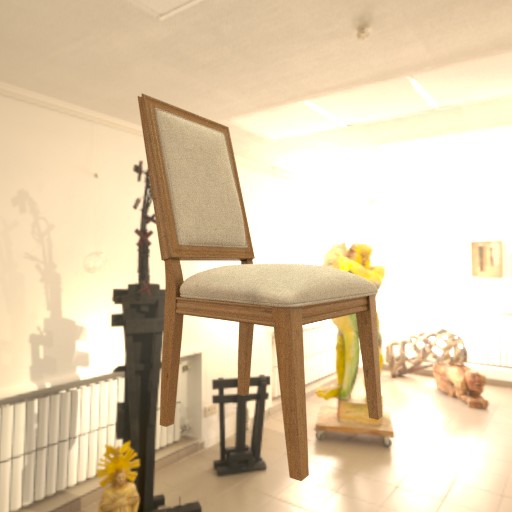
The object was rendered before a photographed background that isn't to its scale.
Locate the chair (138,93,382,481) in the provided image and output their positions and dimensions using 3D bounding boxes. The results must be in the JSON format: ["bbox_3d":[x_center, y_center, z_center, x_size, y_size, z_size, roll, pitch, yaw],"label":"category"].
[{"bbox_3d":[0.000,0.000,1.344,0.601,0.988,0.536,-1,-1,36],"label":"chair"}]
